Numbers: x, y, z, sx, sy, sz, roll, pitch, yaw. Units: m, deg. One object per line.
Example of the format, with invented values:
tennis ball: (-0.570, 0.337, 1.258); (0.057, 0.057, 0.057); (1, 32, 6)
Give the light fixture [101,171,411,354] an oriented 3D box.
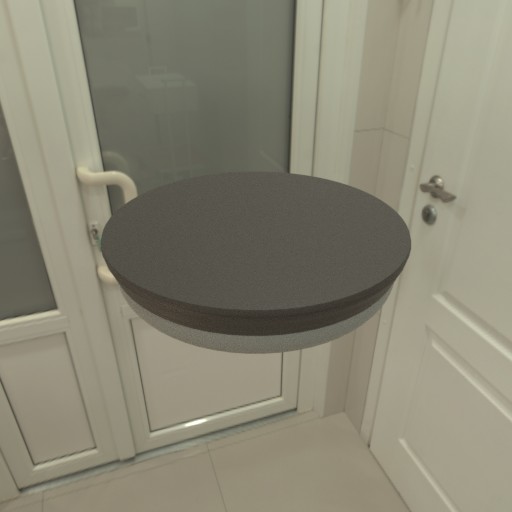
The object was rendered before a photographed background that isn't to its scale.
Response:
light fixture: (0.000, 0.000, 0.571); (0.368, 0.100, 0.368); (0, 30, 0)
